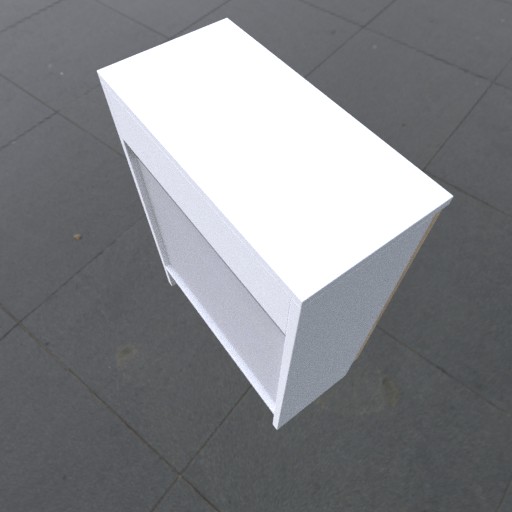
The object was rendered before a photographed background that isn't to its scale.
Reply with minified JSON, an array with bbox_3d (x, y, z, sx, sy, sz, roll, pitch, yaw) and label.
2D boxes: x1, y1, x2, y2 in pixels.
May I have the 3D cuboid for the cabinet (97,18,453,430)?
[{"bbox_3d":[0.000,0.000,1.090,0.296,0.815,0.600,-32,63,-19],"label":"cabinet"}]
